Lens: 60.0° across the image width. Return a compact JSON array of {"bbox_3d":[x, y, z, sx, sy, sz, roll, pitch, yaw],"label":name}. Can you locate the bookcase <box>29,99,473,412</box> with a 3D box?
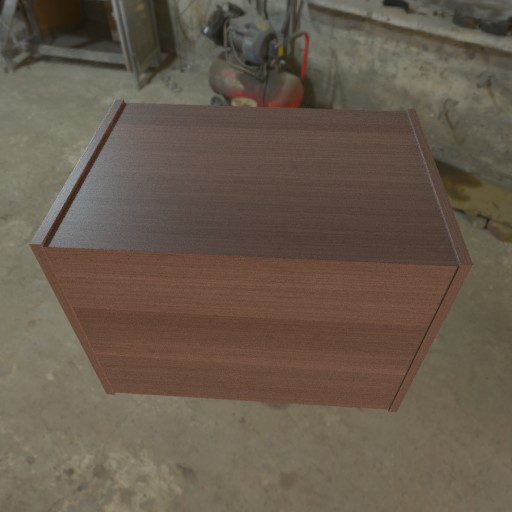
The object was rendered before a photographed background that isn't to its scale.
[{"bbox_3d":[0.000,0.000,0.622,0.415,0.305,0.290,3,46,3],"label":"bookcase"}]
